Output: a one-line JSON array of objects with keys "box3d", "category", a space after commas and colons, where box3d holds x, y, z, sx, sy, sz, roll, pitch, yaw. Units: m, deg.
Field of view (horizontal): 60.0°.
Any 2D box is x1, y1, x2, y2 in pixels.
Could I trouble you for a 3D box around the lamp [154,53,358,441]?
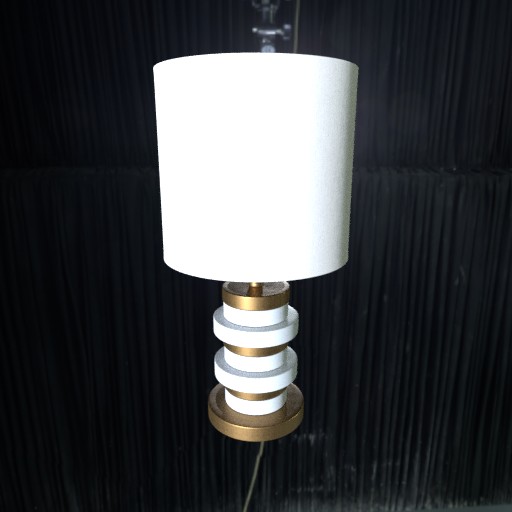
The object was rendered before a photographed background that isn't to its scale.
[{"box3d": [0.000, 0.000, 0.516, 0.210, 0.410, 0.210, -2, 15, -9], "category": "lamp"}]
